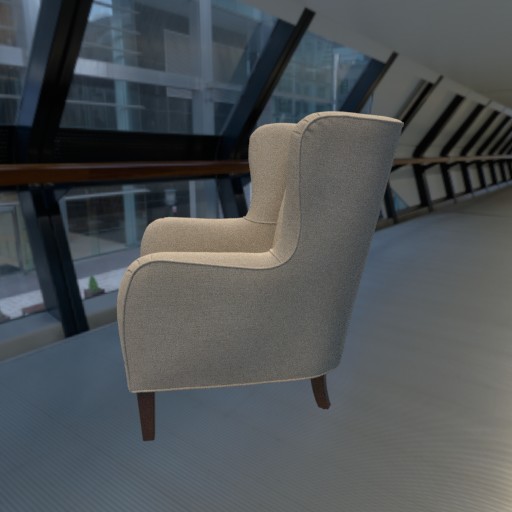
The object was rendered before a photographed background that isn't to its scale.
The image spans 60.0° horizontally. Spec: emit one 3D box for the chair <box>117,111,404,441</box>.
[{"bbox_3d":[0.000,0.000,1.749,0.966,1.040,0.838,-2,14,-8],"label":"chair"}]
